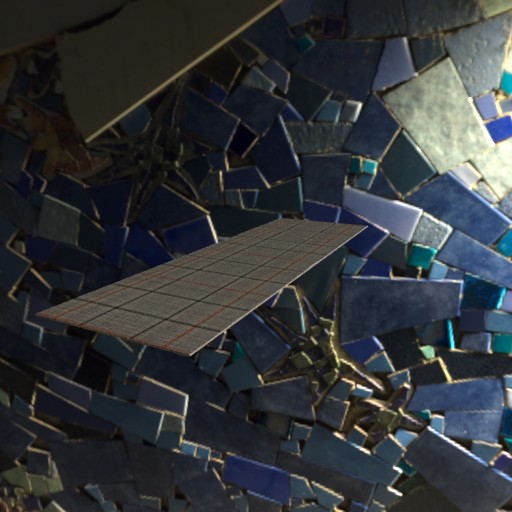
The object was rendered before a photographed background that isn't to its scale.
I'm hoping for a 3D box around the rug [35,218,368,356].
[{"bbox_3d":[0.000,0.000,2.679,0.762,0.008,2.439,8,17,26],"label":"rug"}]
